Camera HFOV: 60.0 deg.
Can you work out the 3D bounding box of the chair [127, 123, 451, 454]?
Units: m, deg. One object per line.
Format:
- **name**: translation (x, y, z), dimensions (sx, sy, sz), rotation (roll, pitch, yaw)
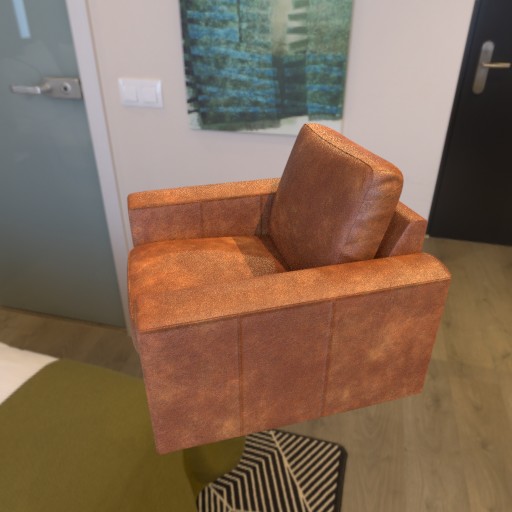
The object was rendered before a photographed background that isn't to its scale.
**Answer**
- **chair**: translation (0.000, 0.000, 1.754), dimensions (1.016, 0.873, 1.005), rotation (-8, 31, -13)
